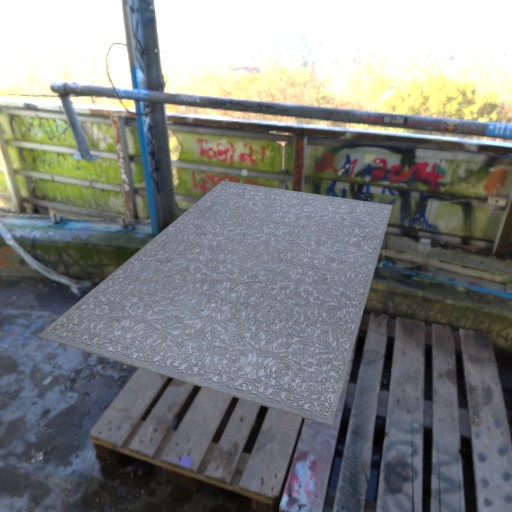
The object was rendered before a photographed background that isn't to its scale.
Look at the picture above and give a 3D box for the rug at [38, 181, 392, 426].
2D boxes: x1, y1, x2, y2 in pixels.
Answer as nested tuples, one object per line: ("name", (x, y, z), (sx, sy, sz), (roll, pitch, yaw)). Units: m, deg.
("rug", (0.000, 0.000, 2.362), (1.221, 0.006, 1.827), (11, 33, 18))
